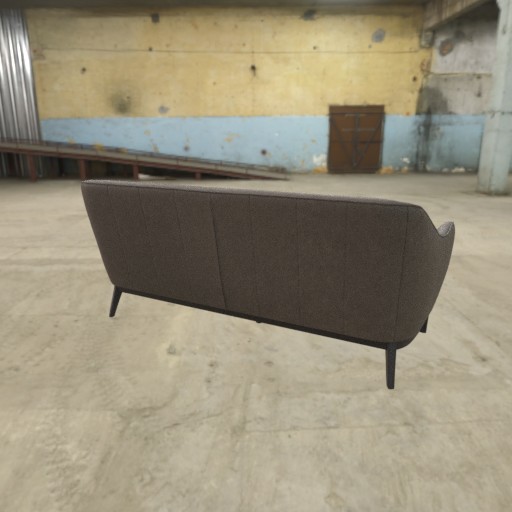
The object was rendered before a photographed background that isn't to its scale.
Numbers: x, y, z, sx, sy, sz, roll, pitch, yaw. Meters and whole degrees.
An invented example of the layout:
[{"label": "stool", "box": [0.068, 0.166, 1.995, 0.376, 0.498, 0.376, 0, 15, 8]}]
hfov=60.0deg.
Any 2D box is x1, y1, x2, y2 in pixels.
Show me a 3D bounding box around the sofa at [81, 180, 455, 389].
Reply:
[{"label": "sofa", "box": [0.000, 0.000, 2.444, 1.928, 0.831, 0.869, 8, 17, 27]}]
